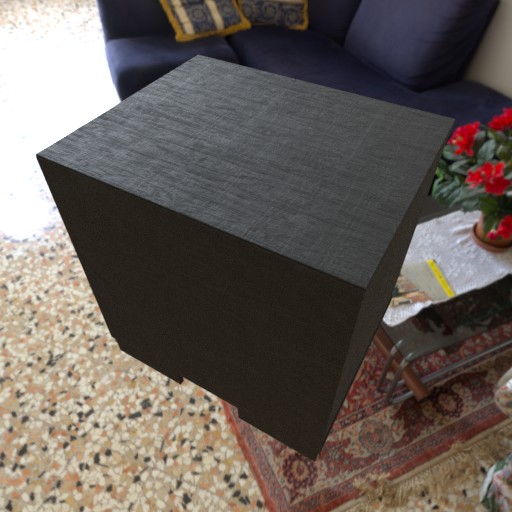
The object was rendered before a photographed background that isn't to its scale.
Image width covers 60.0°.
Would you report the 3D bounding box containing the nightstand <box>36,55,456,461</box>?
[{"bbox_3d":[0.000,0.000,0.733,0.427,0.448,0.347,23,50,20],"label":"nightstand"}]
